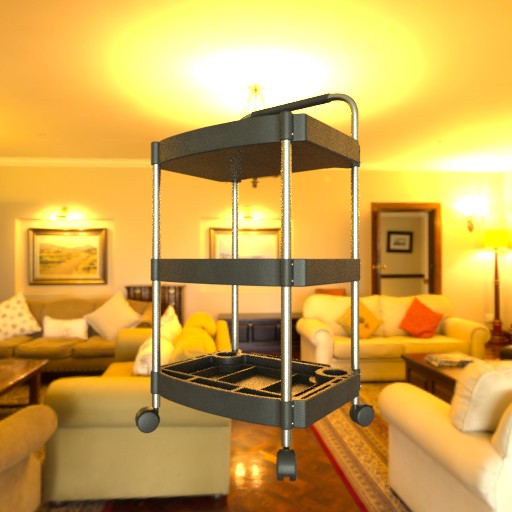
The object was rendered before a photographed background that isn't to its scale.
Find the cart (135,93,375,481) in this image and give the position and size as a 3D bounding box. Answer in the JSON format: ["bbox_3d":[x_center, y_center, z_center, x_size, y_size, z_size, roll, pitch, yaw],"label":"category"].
[{"bbox_3d":[0.000,0.000,1.391,0.584,1.075,0.518,0,0,36],"label":"cart"}]
